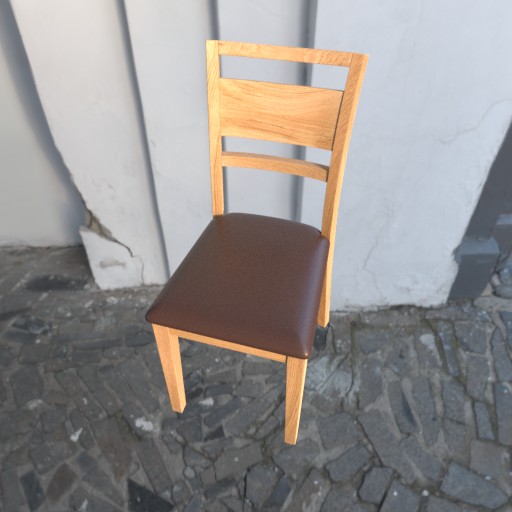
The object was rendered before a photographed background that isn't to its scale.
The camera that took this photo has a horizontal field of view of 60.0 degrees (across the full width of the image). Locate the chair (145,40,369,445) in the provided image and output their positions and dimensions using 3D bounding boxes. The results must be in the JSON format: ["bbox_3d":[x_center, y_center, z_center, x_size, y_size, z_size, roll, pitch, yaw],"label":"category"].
[{"bbox_3d":[0.000,0.000,1.199,0.420,0.940,0.545,11,43,12],"label":"chair"}]
